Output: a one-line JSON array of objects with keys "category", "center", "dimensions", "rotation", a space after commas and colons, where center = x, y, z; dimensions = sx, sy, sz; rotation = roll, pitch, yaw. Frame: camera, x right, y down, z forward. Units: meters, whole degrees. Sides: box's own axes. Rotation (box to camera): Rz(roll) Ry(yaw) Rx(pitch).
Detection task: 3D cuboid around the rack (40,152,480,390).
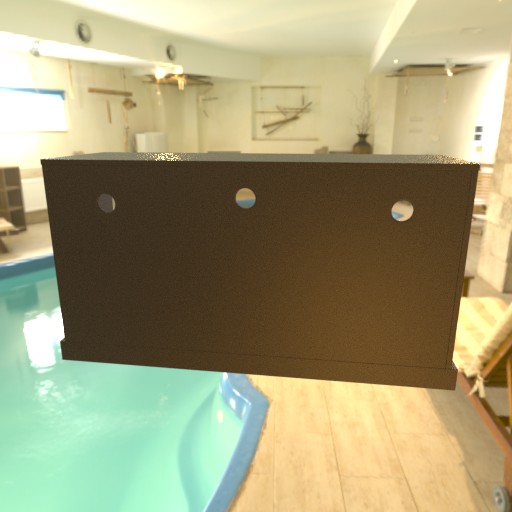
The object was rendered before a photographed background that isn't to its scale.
[{"category": "rack", "center": [0.000, 0.000, 1.450], "dimensions": [1.206, 0.635, 0.399], "rotation": [2, 16, 8]}]
